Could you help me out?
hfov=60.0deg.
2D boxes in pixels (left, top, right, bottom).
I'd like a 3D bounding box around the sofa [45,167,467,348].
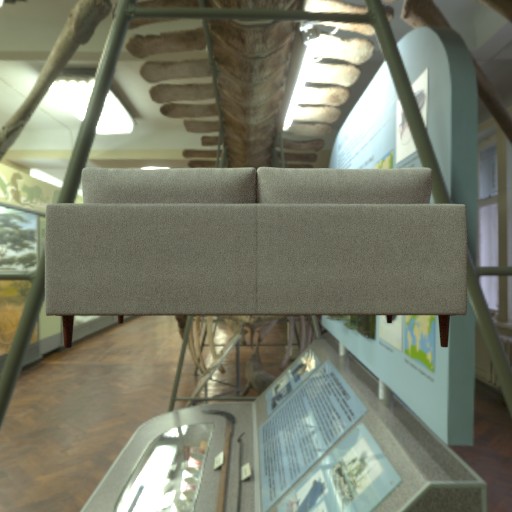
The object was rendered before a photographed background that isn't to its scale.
[{"bbox_3d":[0.000,0.000,2.514,1.948,0.868,1.020,0,-1,-1],"label":"sofa"}]
